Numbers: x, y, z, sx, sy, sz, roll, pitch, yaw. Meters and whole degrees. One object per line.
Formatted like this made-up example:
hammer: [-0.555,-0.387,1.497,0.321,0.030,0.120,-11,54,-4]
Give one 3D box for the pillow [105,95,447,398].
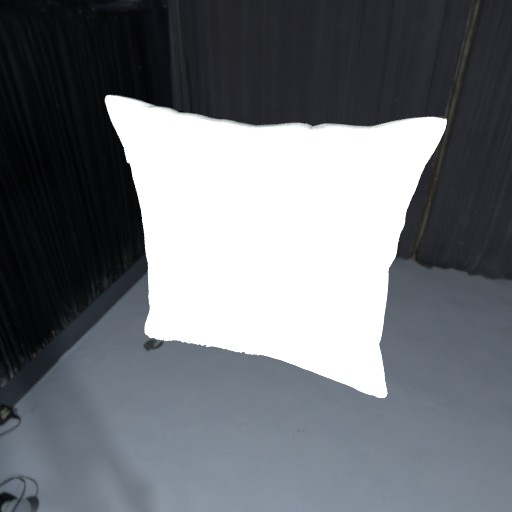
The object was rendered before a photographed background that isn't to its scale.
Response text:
pillow: [0.000,0.000,0.706,0.475,0.473,0.178,10,34,16]
